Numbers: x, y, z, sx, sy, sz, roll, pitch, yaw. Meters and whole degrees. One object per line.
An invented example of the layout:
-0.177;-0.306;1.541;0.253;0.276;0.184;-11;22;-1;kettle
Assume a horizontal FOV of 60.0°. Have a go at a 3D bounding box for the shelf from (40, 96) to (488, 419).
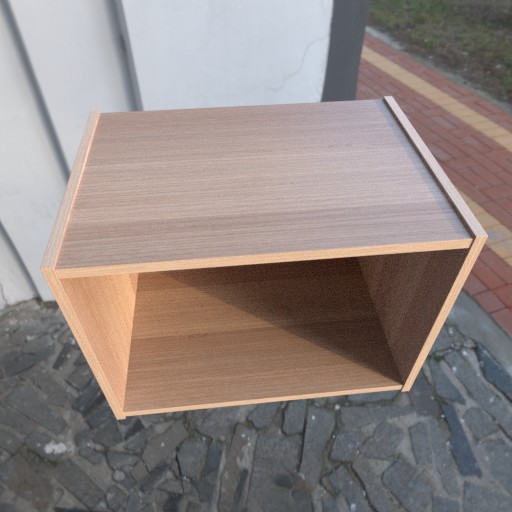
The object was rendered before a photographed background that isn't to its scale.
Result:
0.000;0.000;0.616;0.415;0.305;0.290;-4;46;-4;shelf
